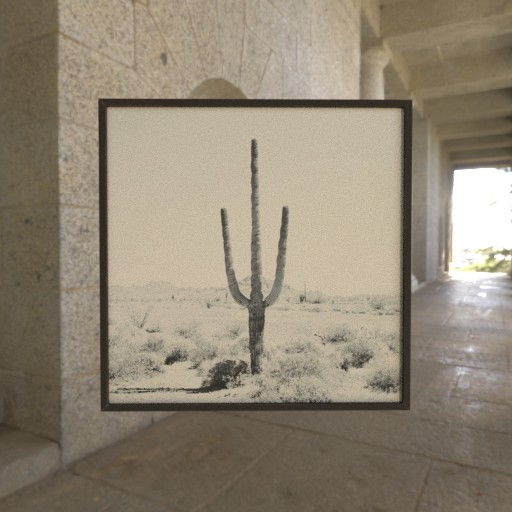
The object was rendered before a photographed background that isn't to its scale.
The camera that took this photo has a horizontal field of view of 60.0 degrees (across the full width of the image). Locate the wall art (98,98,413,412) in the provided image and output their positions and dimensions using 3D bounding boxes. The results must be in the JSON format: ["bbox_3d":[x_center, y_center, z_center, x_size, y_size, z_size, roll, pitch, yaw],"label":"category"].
[{"bbox_3d":[0.000,0.000,1.101,0.762,0.762,0.038,0,1,-1],"label":"wall art"}]
